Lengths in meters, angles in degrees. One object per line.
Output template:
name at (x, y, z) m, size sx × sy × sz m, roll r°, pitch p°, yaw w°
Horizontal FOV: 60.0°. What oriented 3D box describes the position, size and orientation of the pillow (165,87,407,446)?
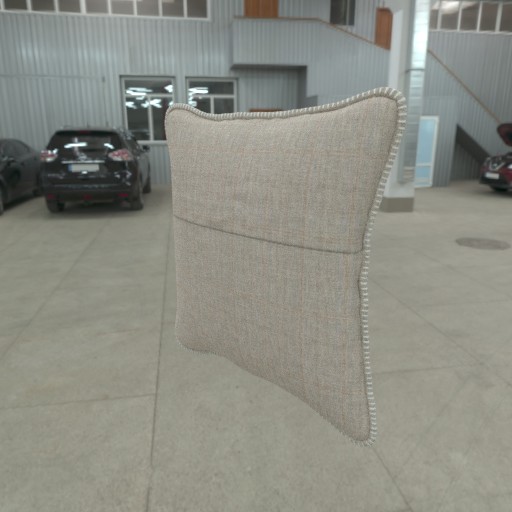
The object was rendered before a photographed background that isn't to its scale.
pillow at (0.000, 0.000, 0.730) m, size 0.485 × 0.494 × 0.124 m, roll 15°, pitch 22°, yaw 43°
